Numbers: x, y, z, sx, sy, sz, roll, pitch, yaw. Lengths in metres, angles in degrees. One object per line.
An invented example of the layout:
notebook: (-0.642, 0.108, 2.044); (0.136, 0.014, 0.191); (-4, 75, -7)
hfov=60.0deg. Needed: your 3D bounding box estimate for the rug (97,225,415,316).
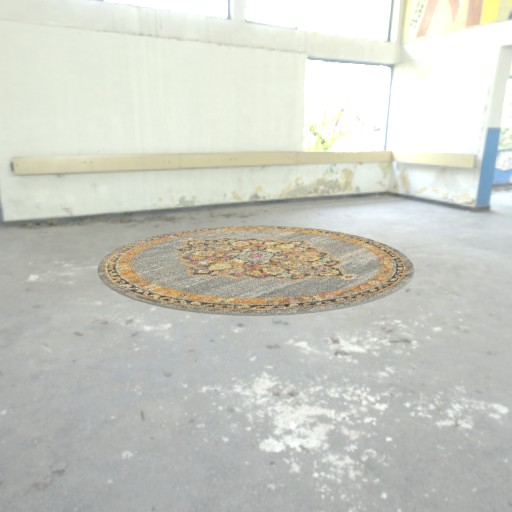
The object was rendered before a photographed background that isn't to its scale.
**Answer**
rug: (0.000, 0.000, 3.521); (2.382, 0.014, 2.382); (0, 15, 0)
